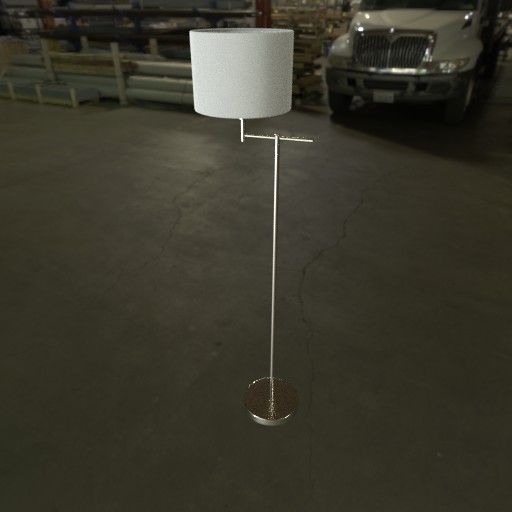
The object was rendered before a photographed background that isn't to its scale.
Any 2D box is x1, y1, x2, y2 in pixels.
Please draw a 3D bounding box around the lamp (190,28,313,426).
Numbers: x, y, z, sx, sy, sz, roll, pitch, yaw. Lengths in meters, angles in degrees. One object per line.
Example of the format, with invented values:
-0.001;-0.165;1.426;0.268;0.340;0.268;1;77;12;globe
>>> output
0.000;0.000;1.763;0.416;1.600;0.324;8;30;14;lamp
